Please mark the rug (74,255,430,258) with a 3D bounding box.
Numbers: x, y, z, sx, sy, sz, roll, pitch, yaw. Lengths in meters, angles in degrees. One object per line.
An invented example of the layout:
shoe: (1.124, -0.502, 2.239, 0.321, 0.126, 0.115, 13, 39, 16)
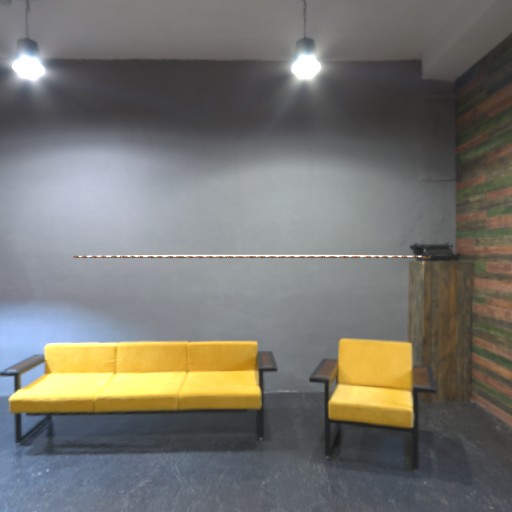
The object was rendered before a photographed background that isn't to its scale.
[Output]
rug: (0.000, 0.000, 2.473, 1.196, 0.008, 2.006, 0, 0, 1)
